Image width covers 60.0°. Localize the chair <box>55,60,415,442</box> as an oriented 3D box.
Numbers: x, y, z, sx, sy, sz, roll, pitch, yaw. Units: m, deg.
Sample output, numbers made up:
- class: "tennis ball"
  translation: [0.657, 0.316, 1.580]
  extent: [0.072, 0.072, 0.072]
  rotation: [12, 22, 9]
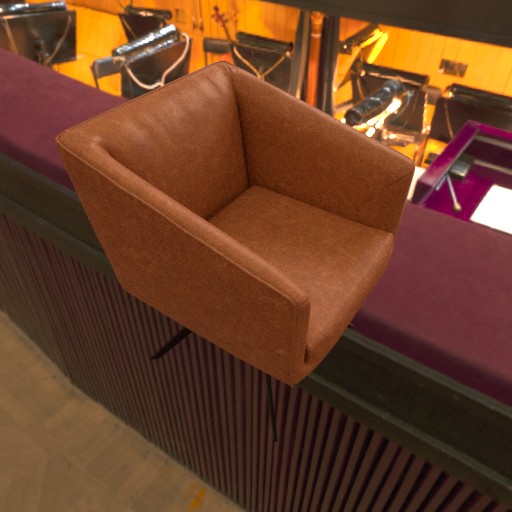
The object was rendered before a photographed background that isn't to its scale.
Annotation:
- class: "chair"
  translation: [0.000, 0.000, 1.200]
  extent: [0.625, 0.760, 0.588]
  rotation: [25, 48, 25]
